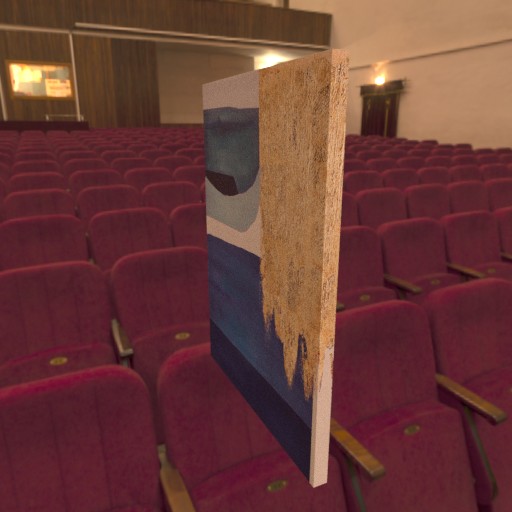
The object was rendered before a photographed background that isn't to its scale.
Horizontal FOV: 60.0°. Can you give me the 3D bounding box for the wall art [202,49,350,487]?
[{"bbox_3d":[0.000,0.000,0.795,0.026,0.613,0.458,-7,17,-25],"label":"wall art"}]
